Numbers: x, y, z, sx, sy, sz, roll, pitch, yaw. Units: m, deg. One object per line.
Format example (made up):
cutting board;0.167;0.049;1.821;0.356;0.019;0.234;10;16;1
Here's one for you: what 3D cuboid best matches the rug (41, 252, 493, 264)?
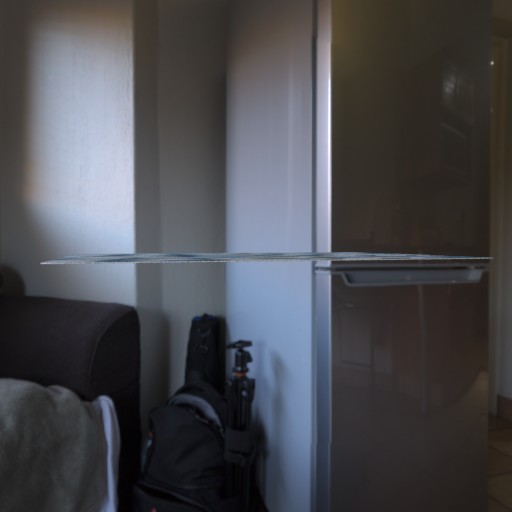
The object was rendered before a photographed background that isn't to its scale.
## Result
rug;0.000;0.000;2.269;1.827;0.005;1.229;0;2;-17
